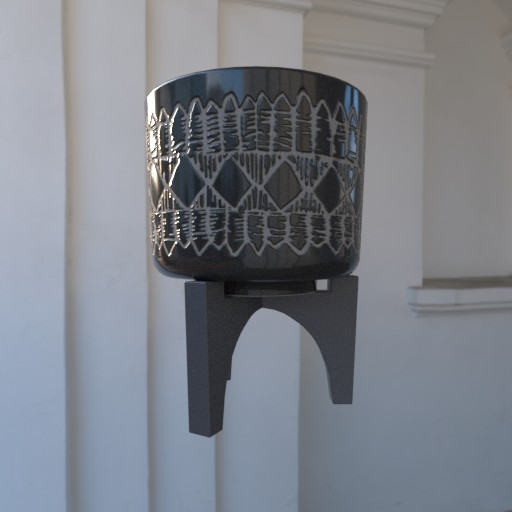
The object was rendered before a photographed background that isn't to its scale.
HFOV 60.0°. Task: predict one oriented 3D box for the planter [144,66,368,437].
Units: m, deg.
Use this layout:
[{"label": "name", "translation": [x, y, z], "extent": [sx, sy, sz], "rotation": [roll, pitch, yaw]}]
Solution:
[{"label": "planter", "translation": [0.000, 0.000, 0.402], "extent": [0.196, 0.264, 0.196], "rotation": [0, 1, -1]}]
